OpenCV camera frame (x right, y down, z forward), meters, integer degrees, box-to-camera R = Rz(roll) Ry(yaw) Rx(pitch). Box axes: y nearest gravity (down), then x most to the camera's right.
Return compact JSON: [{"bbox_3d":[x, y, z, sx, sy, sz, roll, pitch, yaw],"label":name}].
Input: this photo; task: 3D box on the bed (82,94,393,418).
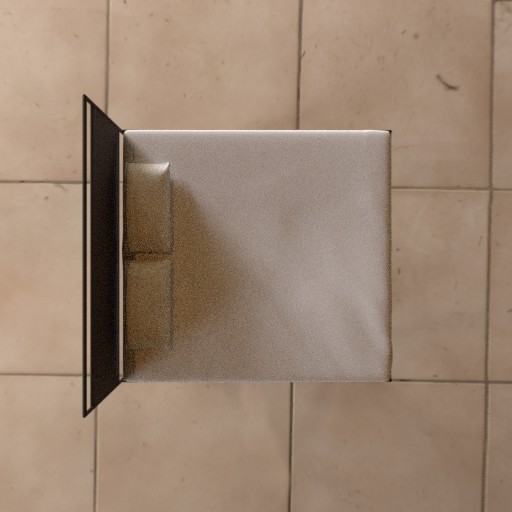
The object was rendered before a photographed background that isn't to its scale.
[{"bbox_3d":[0.000,0.000,3.319,2.151,1.173,1.993,0,90,0],"label":"bed"}]
